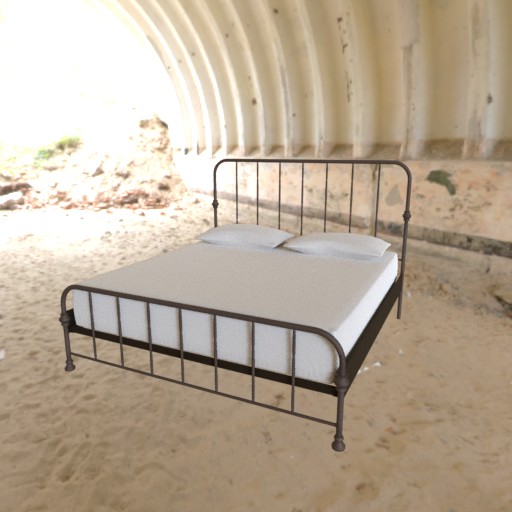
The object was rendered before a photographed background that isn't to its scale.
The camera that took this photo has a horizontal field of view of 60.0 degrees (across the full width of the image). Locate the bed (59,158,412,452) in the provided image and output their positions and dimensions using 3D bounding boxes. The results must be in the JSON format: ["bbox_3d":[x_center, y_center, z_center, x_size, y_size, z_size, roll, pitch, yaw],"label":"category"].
[{"bbox_3d":[0.000,0.000,3.496,2.044,1.446,2.134,7,15,25],"label":"bed"}]
